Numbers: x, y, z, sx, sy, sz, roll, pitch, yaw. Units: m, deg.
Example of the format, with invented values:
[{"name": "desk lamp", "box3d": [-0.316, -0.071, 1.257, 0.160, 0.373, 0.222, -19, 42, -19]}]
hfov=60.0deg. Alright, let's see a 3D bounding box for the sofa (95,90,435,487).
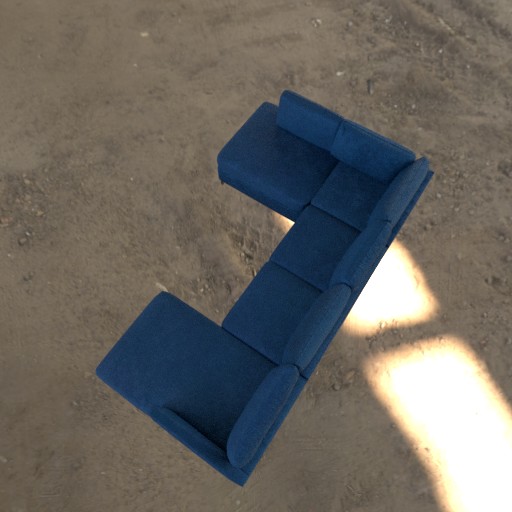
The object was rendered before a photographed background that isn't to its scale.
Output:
[{"name": "sofa", "box3d": [0.000, 0.000, 4.289, 2.055, 0.992, 3.434, 31, 68, 14]}]
